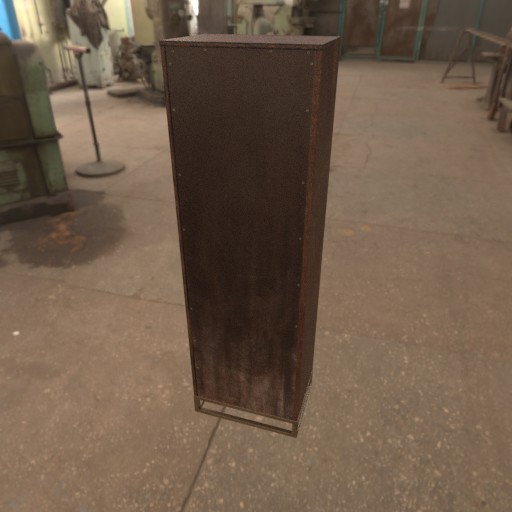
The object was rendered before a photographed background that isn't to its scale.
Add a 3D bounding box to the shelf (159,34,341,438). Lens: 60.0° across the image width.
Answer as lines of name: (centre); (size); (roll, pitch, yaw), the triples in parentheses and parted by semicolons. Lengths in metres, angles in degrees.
shelf: (0.000, 0.000, 1.959); (0.539, 1.732, 0.395); (9, 31, 15)
